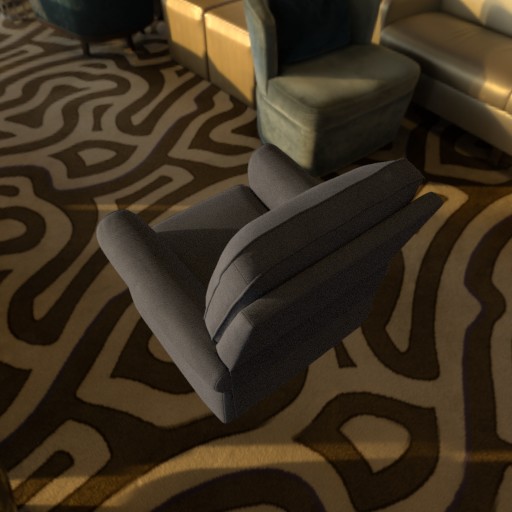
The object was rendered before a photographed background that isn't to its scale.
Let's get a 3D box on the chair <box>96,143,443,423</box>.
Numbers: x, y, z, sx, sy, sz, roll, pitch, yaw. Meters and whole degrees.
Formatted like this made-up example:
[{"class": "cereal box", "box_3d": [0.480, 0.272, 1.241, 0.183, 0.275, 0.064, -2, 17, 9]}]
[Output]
[{"class": "chair", "box_3d": [0.000, 0.000, 1.652, 0.890, 0.961, 0.878, -30, 54, -24]}]
